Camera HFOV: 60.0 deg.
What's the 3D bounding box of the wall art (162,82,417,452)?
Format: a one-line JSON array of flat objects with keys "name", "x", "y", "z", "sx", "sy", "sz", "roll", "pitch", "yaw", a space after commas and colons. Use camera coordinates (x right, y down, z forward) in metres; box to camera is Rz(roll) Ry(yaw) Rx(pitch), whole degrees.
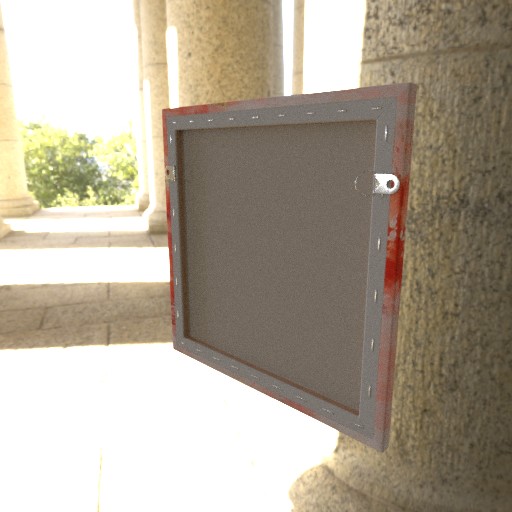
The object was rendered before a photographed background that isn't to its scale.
[{"name": "wall art", "x": 0.000, "y": 0.000, "z": 1.305, "sx": 0.878, "sy": 0.878, "sz": 0.066, "roll": 12, "pitch": 18, "yaw": 42}]
